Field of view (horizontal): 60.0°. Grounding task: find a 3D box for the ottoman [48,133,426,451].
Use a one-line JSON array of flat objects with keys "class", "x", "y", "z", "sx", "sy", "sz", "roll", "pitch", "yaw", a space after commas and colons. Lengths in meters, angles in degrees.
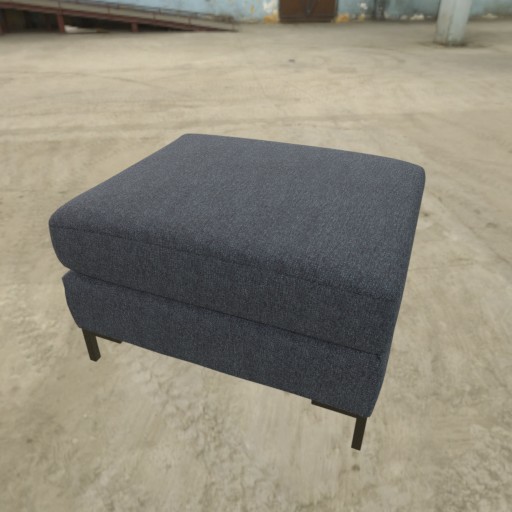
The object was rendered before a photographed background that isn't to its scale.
[{"class": "ottoman", "x": 0.000, "y": 0.000, "z": 1.290, "sx": 0.831, "sy": 0.533, "sz": 0.695, "roll": 12, "pitch": 34, "yaw": 18}]
